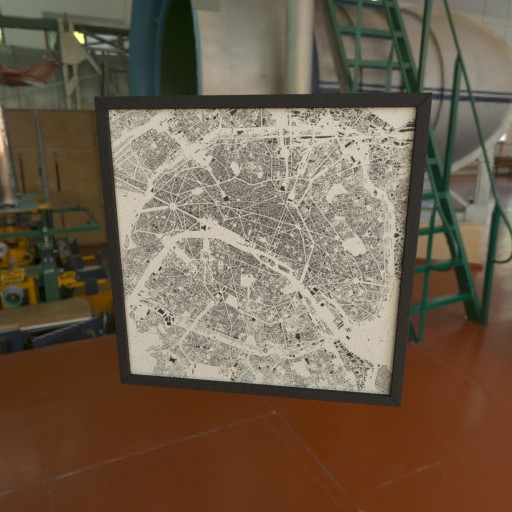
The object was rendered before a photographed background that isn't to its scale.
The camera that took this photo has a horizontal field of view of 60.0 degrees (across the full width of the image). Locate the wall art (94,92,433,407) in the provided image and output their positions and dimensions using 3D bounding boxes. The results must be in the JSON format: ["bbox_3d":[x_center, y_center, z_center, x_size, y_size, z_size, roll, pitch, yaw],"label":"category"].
[{"bbox_3d":[0.000,0.000,0.744,0.508,0.508,0.037,2,16,8],"label":"wall art"}]
